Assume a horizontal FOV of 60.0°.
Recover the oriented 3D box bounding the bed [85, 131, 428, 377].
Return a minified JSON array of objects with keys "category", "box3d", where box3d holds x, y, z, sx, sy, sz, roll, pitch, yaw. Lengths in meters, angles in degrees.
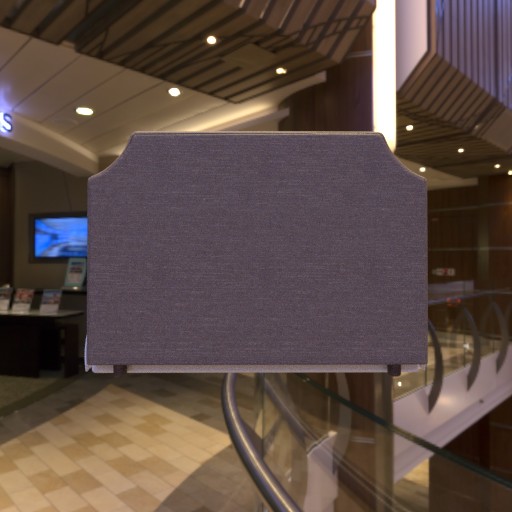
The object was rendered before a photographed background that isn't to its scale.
[{"category":"bed","box3d":[0.000,0.000,4.229,2.350,1.590,2.773,0,-1,0]}]
